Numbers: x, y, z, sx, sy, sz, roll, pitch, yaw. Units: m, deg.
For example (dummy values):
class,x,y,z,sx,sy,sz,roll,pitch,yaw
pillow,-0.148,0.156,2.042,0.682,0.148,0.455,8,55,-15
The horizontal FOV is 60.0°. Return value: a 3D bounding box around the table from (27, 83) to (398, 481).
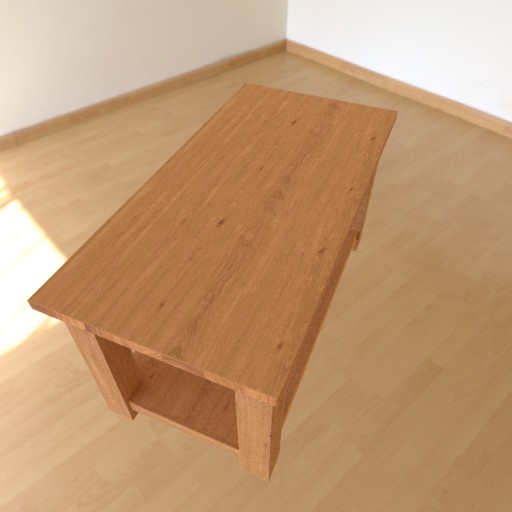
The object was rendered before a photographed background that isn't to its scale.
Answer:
class,x,y,z,sx,sy,sz,roll,pitch,yaw
table,0.000,0.000,1.129,0.450,0.452,0.899,17,48,16
